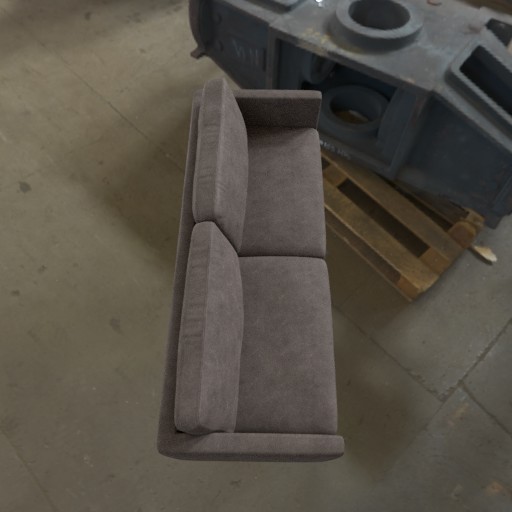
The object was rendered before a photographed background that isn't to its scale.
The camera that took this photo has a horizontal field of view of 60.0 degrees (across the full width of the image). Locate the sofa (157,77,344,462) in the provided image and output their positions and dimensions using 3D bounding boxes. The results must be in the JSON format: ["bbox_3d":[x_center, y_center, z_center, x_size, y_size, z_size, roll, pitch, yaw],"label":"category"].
[{"bbox_3d":[0.000,0.000,2.905,0.951,0.965,2.434,1,63,0],"label":"sofa"}]
